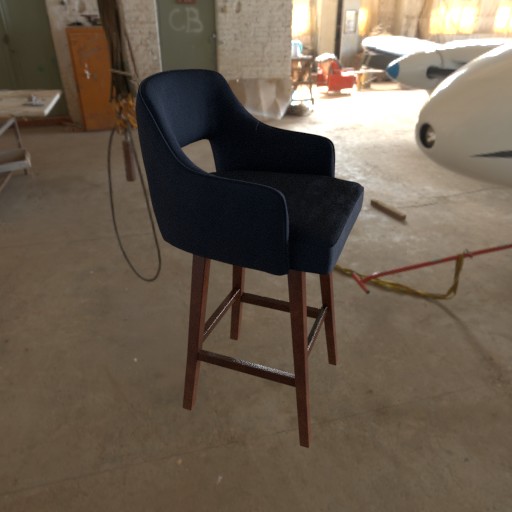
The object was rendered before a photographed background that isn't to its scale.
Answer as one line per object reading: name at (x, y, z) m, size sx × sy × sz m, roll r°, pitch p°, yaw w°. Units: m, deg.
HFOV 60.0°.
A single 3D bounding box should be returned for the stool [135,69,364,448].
stool at (0.000, 0.000, 1.371) m, size 0.560 × 1.041 × 0.550 m, roll 11°, pitch 30°, yaw 19°
